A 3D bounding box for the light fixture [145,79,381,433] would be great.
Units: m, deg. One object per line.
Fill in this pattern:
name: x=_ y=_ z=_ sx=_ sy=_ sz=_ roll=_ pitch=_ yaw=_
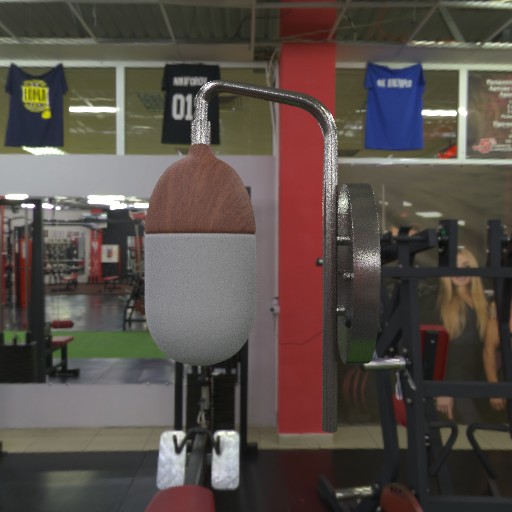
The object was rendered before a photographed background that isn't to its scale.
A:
light fixture: x=0.000 y=0.000 z=0.435 sx=0.216 sy=0.343 sz=0.108 roll=0 pitch=1 yaw=1
